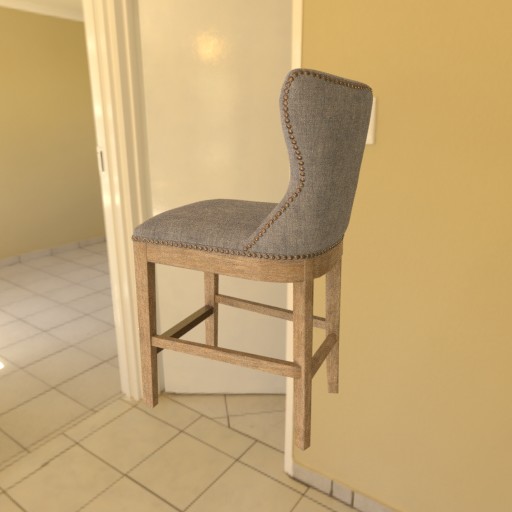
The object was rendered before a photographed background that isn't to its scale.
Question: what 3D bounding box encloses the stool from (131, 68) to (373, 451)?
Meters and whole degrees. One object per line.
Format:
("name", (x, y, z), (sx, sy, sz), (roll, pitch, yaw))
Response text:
("stool", (0.000, 0.000, 1.324), (0.608, 0.981, 0.498), (8, 19, 25))
